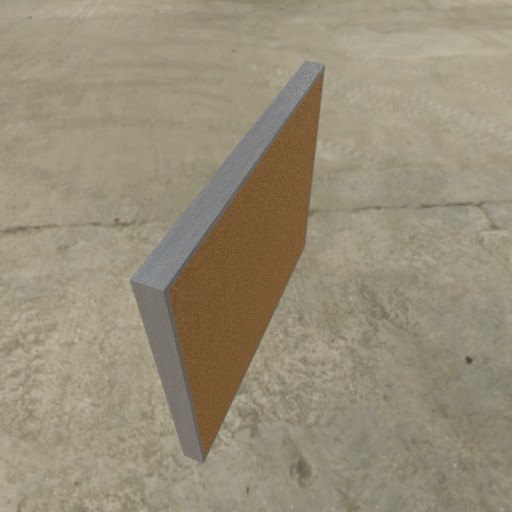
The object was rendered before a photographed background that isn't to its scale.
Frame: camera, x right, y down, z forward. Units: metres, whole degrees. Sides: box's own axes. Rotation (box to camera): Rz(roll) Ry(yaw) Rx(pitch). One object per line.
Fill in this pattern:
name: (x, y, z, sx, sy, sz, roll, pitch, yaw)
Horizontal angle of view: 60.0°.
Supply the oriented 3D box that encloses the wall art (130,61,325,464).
wall art: (0.000, 0.000, 0.764, 0.037, 0.450, 0.557, 16, 48, 15)
